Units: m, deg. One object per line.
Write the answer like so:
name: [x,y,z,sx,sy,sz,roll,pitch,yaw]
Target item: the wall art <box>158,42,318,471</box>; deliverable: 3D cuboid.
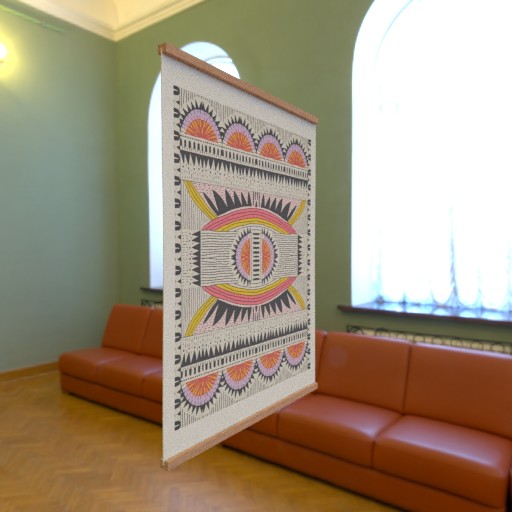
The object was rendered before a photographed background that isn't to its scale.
wall art: [0.000,0.000,1.365,0.028,1.016,0.765,1,2,36]
